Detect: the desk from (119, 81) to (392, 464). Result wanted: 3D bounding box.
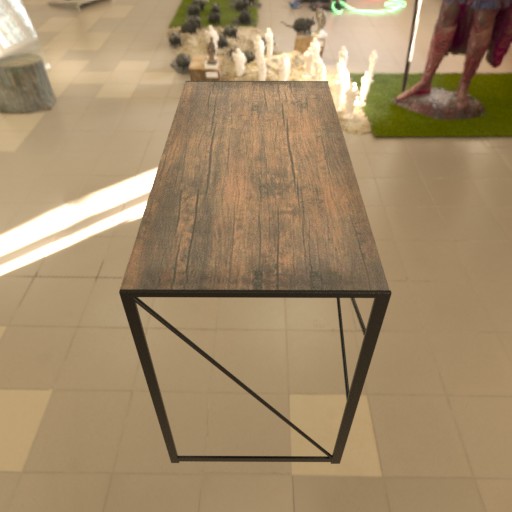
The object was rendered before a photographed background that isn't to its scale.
[{"bbox_3d":[0.000,0.000,1.443,0.505,0.747,1.015,0,42,0],"label":"desk"}]
